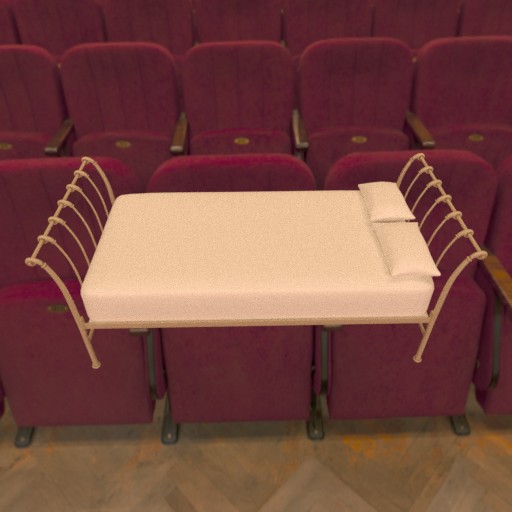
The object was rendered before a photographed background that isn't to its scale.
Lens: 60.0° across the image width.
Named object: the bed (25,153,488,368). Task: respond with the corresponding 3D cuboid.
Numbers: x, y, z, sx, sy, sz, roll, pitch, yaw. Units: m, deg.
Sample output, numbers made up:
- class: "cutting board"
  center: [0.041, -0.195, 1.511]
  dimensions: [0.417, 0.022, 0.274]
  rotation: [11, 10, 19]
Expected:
- class: "bed"
  center: [0.000, 0.000, 2.778]
  dimensions: [2.228, 0.873, 1.032]
  rotation: [-1, 41, -1]
